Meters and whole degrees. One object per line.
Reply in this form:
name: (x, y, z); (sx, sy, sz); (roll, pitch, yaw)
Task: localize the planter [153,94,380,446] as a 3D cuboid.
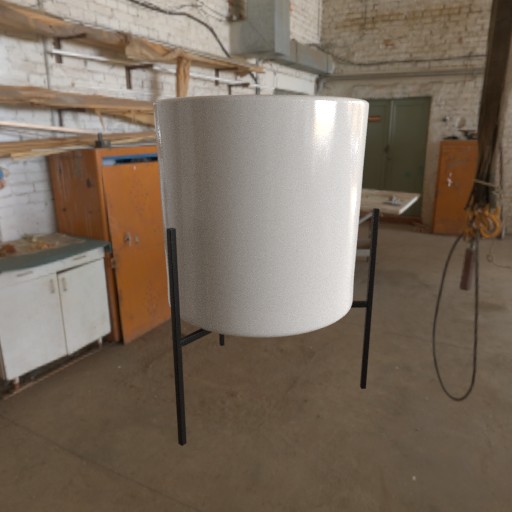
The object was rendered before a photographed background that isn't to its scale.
planter: (0.000, 0.000, 0.659); (0.307, 0.431, 0.308); (-8, 18, -25)
